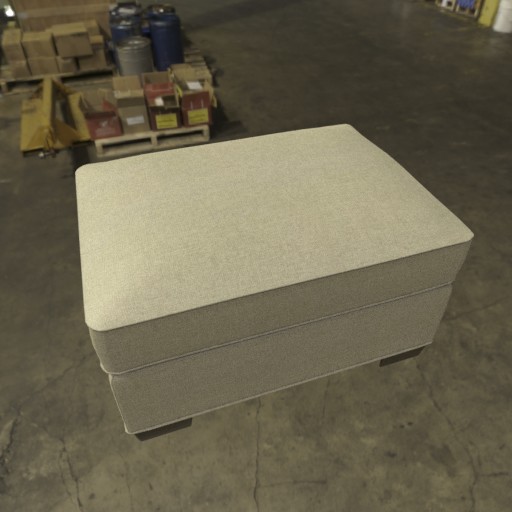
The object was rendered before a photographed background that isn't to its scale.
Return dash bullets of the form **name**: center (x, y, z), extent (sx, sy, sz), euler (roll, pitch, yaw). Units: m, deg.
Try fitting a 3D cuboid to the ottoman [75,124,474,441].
- **ottoman**: center (0.000, 0.000, 1.221), extent (0.843, 0.504, 0.619), euler (-13, 43, -14)
